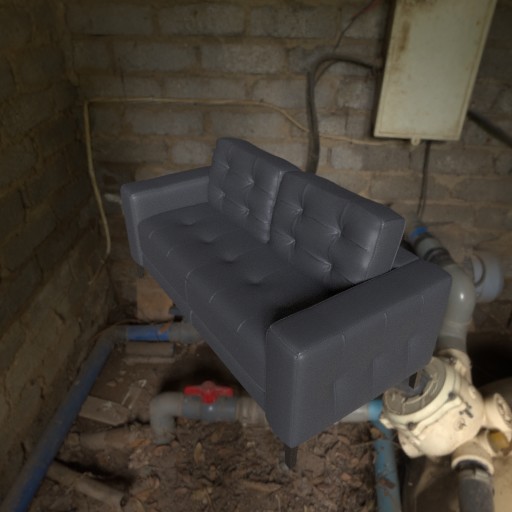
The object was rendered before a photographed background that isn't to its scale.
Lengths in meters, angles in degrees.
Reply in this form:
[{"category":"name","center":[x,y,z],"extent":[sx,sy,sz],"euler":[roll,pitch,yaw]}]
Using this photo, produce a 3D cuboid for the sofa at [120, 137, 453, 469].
[{"category":"sofa","center":[0.000,0.000,2.293],"extent":[0.833,0.893,1.726],"euler":[-19,36,-28]}]
